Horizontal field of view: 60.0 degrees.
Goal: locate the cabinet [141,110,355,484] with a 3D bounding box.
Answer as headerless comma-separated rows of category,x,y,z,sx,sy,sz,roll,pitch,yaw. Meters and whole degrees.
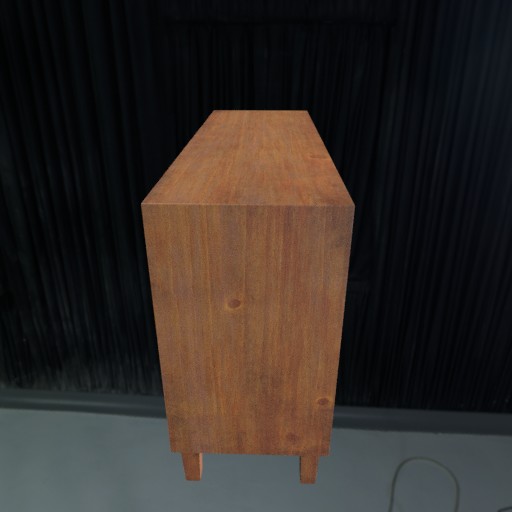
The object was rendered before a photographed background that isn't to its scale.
cabinet,0.000,0.000,1.546,0.403,0.805,1.204,1,26,2
